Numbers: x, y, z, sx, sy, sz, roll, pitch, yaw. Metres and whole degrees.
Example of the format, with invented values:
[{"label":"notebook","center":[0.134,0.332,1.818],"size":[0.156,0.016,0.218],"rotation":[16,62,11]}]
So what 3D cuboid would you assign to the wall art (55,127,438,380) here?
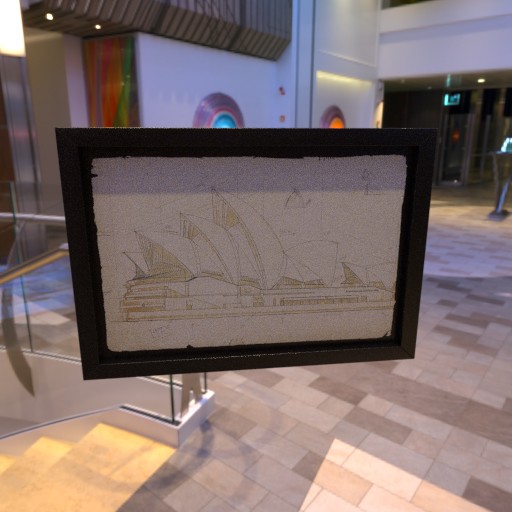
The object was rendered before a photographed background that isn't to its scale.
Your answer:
[{"label":"wall art","center":[0.000,0.000,0.552],"size":[0.440,0.306,0.013],"rotation":[-2,15,-7]}]
